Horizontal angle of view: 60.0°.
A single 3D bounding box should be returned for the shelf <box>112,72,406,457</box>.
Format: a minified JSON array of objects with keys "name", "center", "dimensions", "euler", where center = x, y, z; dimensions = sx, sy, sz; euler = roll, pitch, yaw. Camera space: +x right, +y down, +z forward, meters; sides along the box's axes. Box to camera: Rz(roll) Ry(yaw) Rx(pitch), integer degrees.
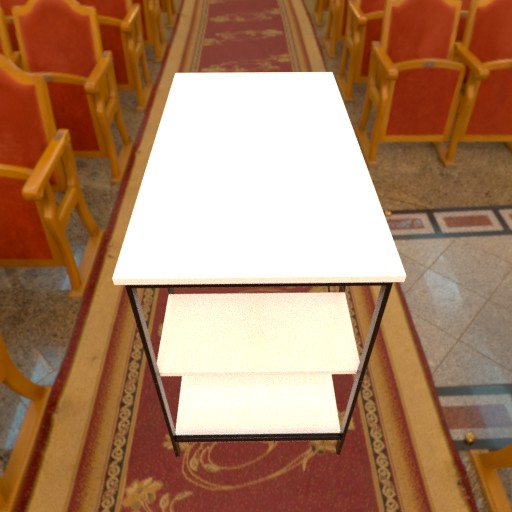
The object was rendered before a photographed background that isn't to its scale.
[{"name":"shelf","center":[0.000,0.000,1.334],"dimensions":[0.498,0.750,0.902],"euler":[-1,43,-1]}]
